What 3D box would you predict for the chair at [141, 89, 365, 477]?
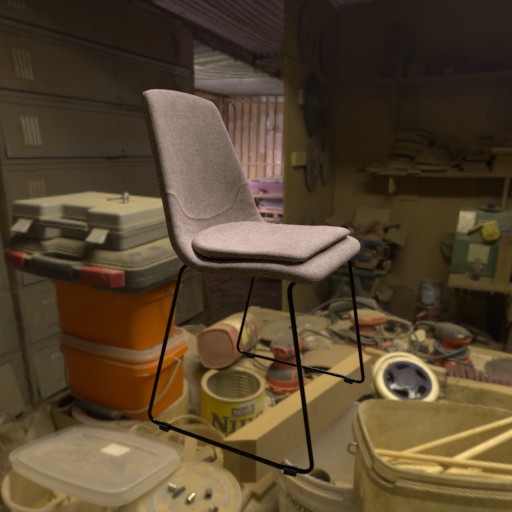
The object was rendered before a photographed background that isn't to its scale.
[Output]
[{"bbox_3d":[0.000,0.000,1.182,0.518,0.858,0.479,7,15,27],"label":"chair"}]
